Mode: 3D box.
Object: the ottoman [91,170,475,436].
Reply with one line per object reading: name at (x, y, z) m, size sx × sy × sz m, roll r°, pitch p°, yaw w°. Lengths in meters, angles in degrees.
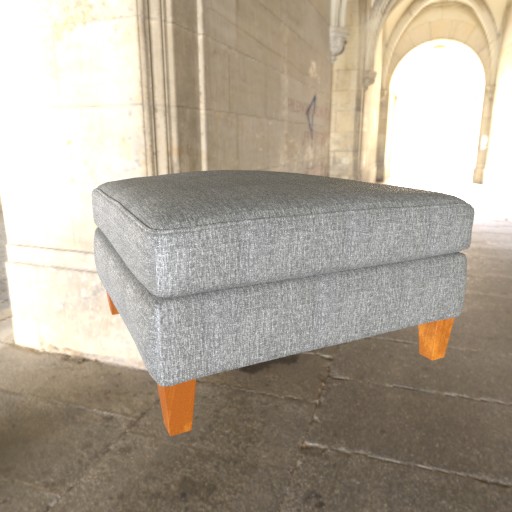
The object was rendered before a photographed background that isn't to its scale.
ottoman at (0.000, 0.000, 1.319) m, size 0.838 × 0.481 × 0.838 m, roll -7°, pitch 16°, yaw -25°
